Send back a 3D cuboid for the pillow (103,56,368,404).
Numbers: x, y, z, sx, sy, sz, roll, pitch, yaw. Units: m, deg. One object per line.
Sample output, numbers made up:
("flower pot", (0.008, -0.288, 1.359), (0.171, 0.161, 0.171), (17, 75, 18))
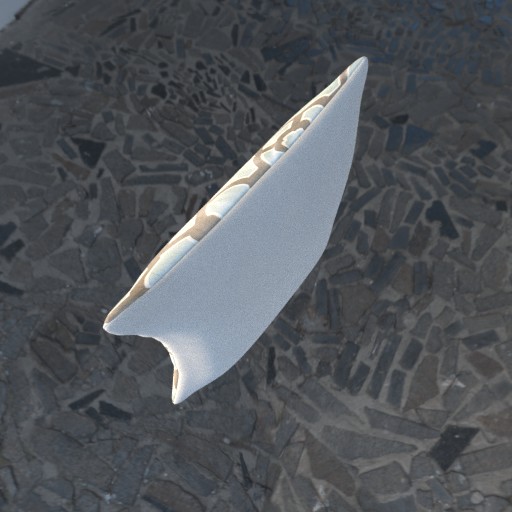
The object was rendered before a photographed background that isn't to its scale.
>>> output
("pillow", (0.000, 0.000, 0.804), (0.166, 0.508, 0.552), (34, 67, 17))
